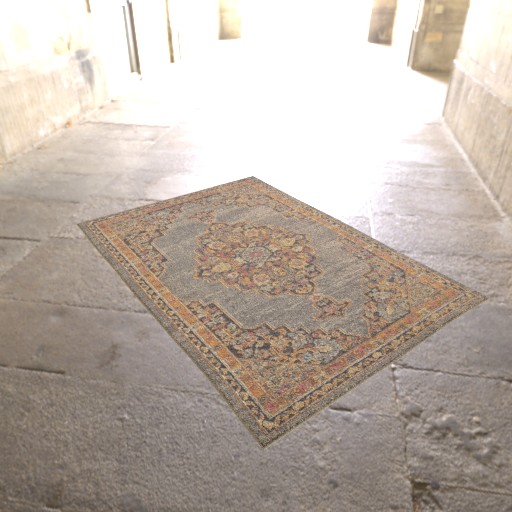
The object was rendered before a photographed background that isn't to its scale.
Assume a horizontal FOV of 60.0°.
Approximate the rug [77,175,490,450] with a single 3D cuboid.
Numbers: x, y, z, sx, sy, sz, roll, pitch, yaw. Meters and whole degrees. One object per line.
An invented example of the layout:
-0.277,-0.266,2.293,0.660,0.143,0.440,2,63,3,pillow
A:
0.000,0.000,3.857,2.158,0.024,3.063,-21,38,-30,rug
